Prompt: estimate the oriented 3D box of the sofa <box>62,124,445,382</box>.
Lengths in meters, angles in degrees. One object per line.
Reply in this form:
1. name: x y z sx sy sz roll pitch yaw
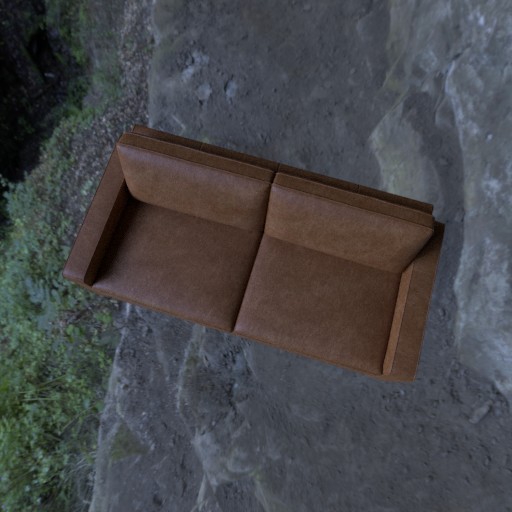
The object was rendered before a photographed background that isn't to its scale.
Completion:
1. sofa: 0.000 0.000 2.755 2.156 0.928 0.991 16 75 4
